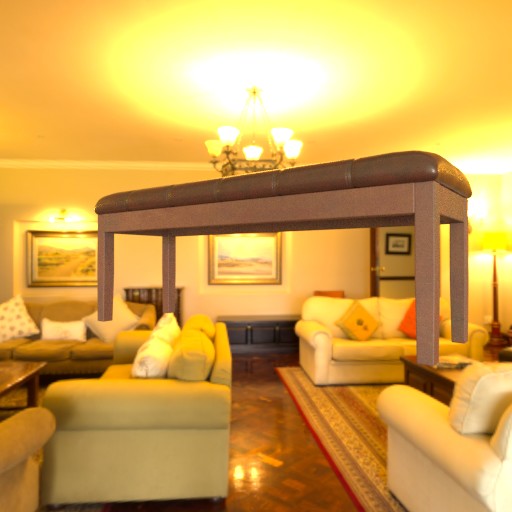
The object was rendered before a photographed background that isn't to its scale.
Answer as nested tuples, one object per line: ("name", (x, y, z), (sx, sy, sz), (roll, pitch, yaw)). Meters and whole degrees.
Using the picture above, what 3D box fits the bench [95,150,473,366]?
("bench", (0.000, 0.000, 1.475), (1.259, 0.491, 0.401), (0, -1, 36))
